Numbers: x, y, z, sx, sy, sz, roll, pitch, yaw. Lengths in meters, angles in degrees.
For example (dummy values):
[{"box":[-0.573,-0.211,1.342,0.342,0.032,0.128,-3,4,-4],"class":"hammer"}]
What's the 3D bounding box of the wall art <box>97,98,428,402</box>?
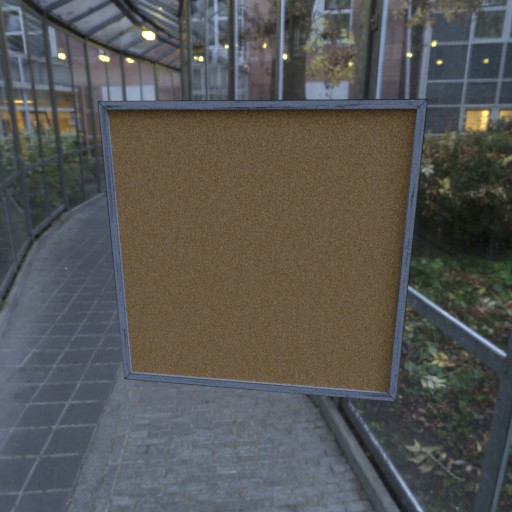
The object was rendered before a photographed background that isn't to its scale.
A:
[{"box":[0.000,0.000,0.763,0.506,0.506,0.038,2,17,8],"class":"wall art"}]
